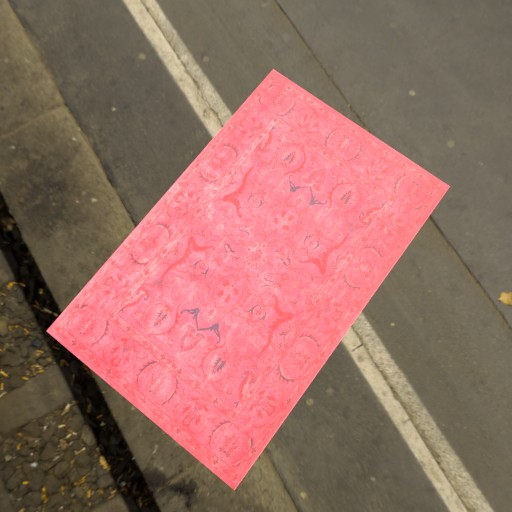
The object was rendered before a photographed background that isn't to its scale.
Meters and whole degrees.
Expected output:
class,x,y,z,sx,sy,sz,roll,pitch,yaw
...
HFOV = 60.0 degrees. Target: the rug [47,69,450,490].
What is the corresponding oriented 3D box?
class,x,y,z,sx,sy,sz,roll,pitch,yaw
rug,0.000,0.000,2.960,1.534,0.010,2.423,37,79,8
